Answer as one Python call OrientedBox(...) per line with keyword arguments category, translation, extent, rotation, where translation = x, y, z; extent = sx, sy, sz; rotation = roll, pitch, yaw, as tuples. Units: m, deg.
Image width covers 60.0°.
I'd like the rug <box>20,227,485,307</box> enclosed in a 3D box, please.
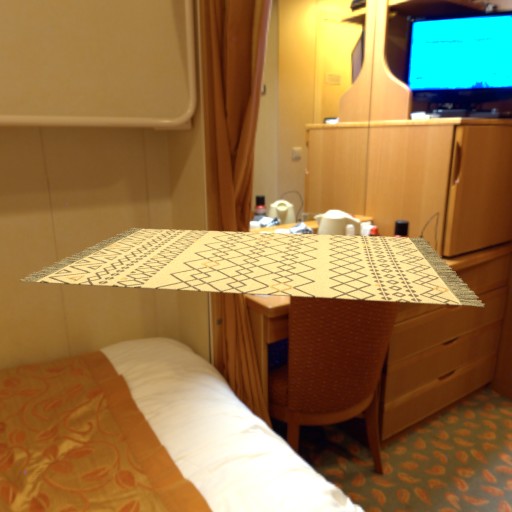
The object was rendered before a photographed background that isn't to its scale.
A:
OrientedBox(category="rug", translation=(0.000, 0.000, 3.004), extent=(2.472, 0.035, 1.495), rotation=(2, 15, 9))
